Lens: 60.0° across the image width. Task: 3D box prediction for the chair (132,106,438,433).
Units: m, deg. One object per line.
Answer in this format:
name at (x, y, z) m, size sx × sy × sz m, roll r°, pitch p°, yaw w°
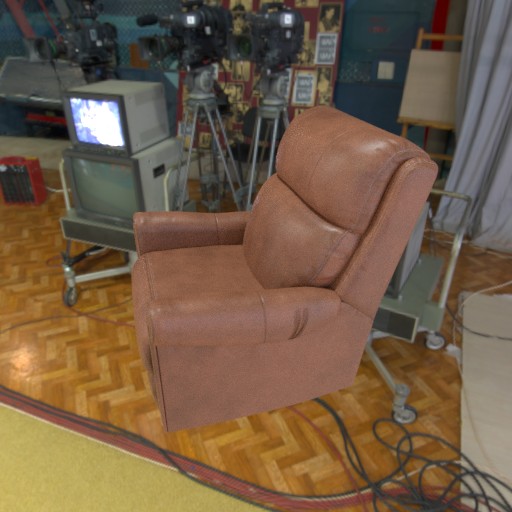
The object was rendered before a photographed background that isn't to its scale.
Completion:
chair at (0.000, 0.000, 1.799) m, size 1.014 × 1.054 × 0.838 m, roll -8°, pitch 30°, yaw -15°
